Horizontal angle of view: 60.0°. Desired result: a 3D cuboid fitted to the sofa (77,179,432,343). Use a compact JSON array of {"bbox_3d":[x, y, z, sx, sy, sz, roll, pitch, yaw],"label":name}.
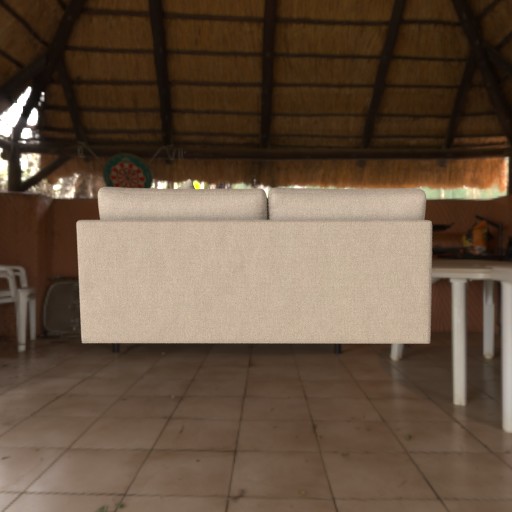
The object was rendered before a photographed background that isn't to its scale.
[{"bbox_3d":[0.000,0.000,3.895,1.994,0.978,2.896,0,0,0],"label":"sofa"}]
